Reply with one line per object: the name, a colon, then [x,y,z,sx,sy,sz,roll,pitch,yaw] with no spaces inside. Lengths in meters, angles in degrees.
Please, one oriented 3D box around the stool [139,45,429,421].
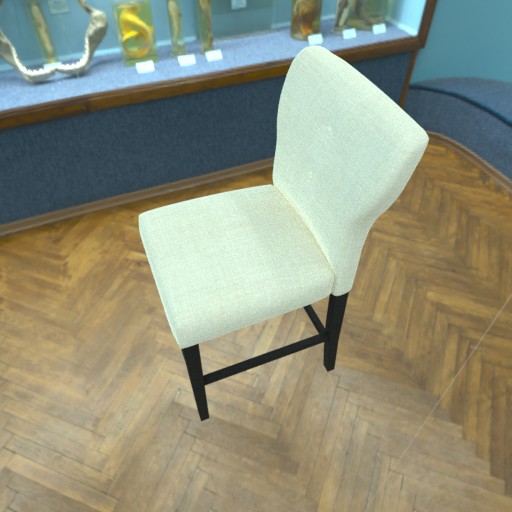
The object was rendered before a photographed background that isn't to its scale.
stool: [0.000,0.000,1.318,0.603,0.972,0.514,-16,49,-15]
